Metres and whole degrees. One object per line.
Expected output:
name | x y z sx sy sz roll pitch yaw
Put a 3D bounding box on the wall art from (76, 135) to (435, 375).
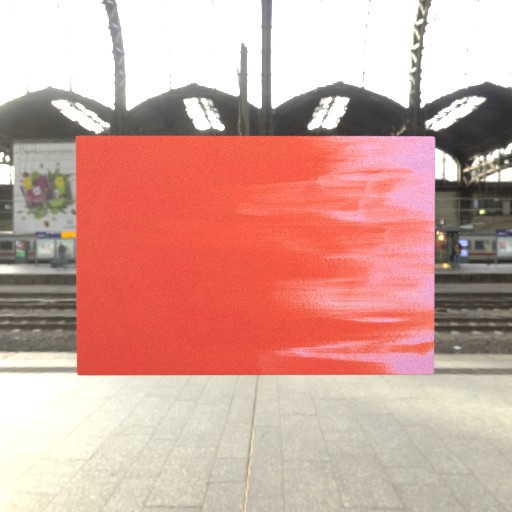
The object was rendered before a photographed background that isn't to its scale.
wall art | 0.000 0.000 1.147 0.913 0.609 0.040 0 1 0
